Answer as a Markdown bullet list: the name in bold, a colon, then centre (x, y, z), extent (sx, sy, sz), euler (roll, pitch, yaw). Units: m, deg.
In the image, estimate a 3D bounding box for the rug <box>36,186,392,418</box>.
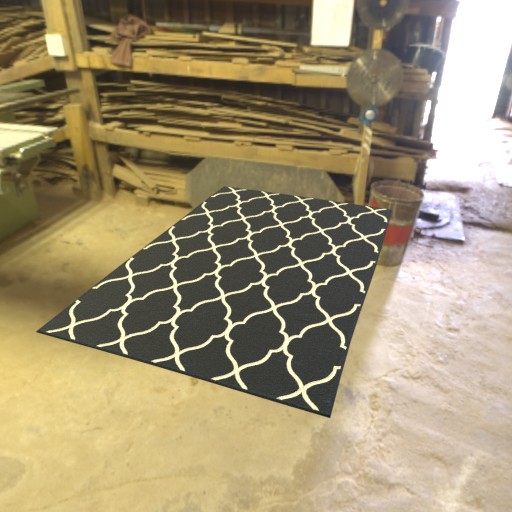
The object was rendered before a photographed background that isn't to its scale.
- **rug**: centre (0.000, 0.000, 2.947), extent (1.528, 0.014, 2.294), euler (11, 31, 18)
